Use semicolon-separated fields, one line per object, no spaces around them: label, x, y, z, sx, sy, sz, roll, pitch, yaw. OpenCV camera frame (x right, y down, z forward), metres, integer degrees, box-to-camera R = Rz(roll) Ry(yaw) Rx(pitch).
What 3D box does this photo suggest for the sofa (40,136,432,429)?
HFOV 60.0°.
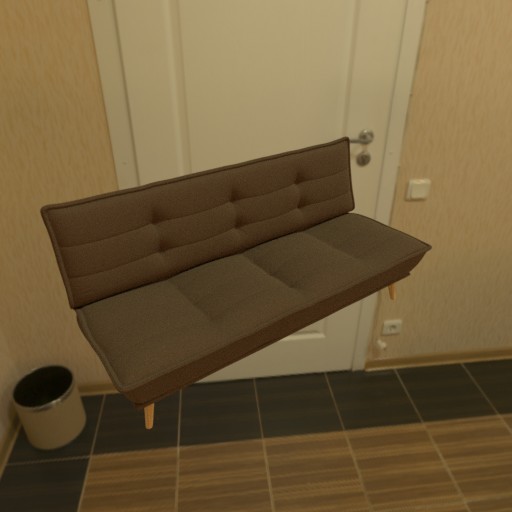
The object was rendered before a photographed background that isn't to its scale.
sofa;0.000;0.000;2.461;1.940;0.890;0.950;-20;36;-30
